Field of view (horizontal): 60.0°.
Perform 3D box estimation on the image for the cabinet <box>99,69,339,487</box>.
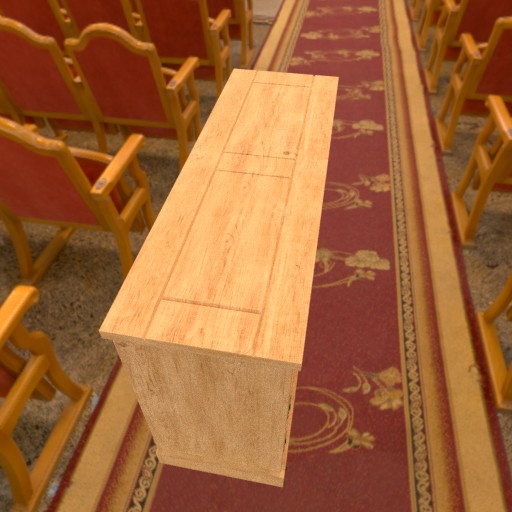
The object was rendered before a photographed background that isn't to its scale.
[{"bbox_3d":[0.000,0.000,1.653,0.432,0.810,1.321,8,47,7],"label":"cabinet"}]
